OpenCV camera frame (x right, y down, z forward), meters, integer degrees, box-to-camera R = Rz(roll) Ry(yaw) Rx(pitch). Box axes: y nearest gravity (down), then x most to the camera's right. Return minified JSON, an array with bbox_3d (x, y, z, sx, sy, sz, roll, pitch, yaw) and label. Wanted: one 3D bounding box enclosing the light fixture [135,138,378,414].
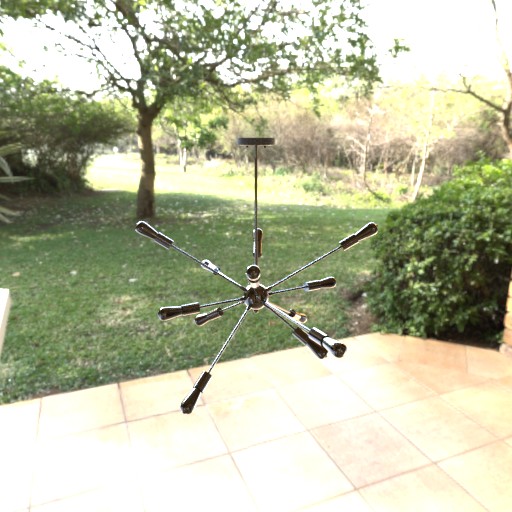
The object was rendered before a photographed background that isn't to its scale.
[{"bbox_3d":[0.000,0.000,1.083,0.509,0.558,0.684,-8,17,-27],"label":"light fixture"}]
